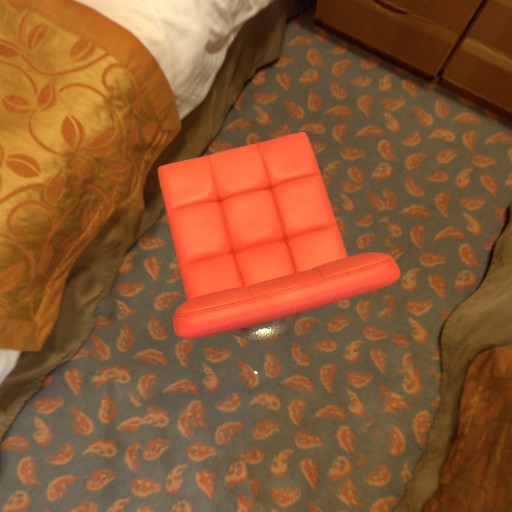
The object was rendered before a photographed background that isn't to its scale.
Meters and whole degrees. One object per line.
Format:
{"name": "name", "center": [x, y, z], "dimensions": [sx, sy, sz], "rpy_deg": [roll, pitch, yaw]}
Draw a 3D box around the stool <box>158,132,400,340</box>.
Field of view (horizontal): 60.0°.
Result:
{"name": "stool", "center": [0.000, 0.000, 1.352], "dimensions": [0.430, 1.115, 0.505], "rpy_deg": [-15, 76, -4]}
